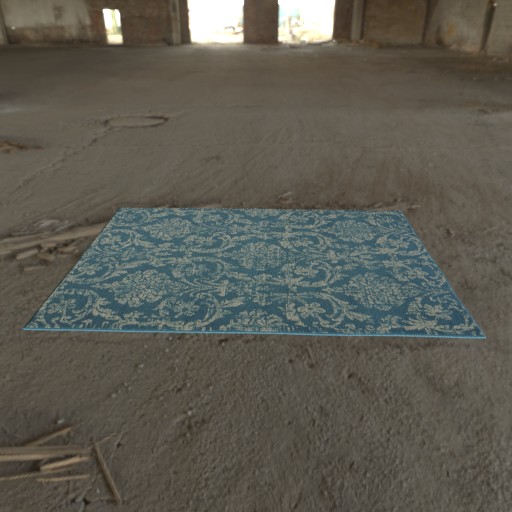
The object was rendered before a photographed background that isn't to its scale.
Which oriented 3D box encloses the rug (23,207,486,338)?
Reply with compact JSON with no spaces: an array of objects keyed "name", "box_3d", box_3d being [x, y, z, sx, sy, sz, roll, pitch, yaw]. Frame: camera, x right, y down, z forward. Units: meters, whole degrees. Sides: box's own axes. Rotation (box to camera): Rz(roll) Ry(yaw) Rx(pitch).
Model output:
[{"name":"rug","box_3d":[0.000,0.000,2.788,2.205,0.012,1.554,1,28,2]}]
